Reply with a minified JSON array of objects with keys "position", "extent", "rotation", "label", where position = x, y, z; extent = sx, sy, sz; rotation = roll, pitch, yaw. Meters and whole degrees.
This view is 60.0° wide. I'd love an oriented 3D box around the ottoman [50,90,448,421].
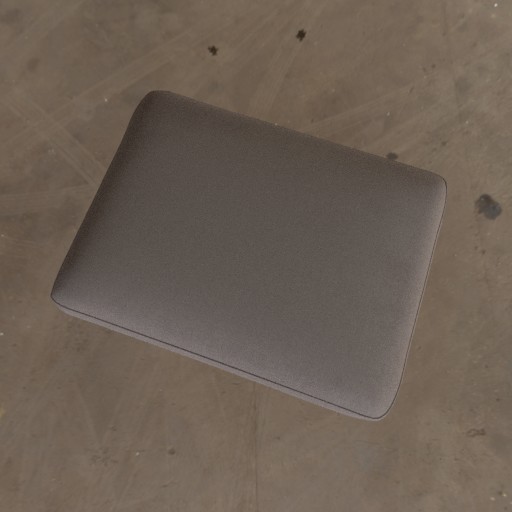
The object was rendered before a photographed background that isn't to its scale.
[{"position":[0.000,0.000,1.172],"extent":[0.811,0.449,0.608],"rotation":[19,75,5],"label":"ottoman"}]
